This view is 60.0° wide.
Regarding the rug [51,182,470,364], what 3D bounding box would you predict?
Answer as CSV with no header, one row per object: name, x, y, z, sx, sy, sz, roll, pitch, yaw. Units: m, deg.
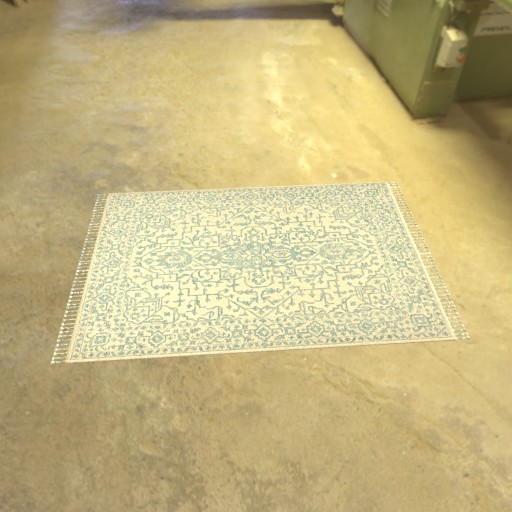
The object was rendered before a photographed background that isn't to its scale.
rug,0.000,0.000,3.087,2.438,0.010,1.524,-3,47,-3
